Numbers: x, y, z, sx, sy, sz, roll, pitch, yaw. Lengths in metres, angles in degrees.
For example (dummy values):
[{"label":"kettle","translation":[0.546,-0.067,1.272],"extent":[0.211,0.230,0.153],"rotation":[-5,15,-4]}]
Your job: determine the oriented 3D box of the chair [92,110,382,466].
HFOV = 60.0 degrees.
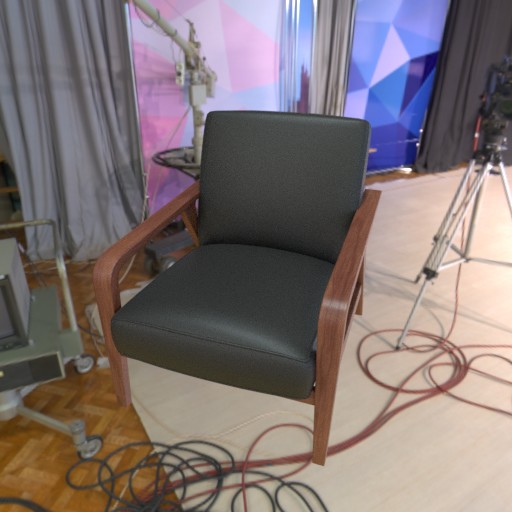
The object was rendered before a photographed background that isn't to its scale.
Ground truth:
[{"label":"chair","translation":[0.000,0.000,1.501],"extent":[0.719,0.861,0.889],"rotation":[9,28,18]}]
